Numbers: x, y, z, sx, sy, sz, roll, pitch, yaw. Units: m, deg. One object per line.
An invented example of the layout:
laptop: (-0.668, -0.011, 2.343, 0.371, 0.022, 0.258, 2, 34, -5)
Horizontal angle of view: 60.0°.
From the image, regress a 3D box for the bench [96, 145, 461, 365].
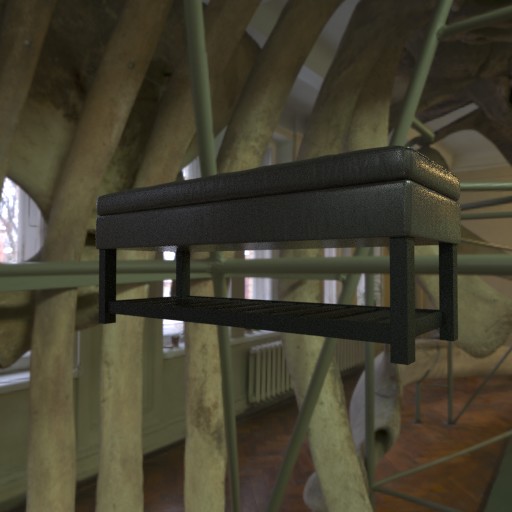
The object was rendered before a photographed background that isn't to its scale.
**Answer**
bench: (0.000, 0.000, 1.379, 1.105, 0.460, 0.432, -1, -2, 38)
